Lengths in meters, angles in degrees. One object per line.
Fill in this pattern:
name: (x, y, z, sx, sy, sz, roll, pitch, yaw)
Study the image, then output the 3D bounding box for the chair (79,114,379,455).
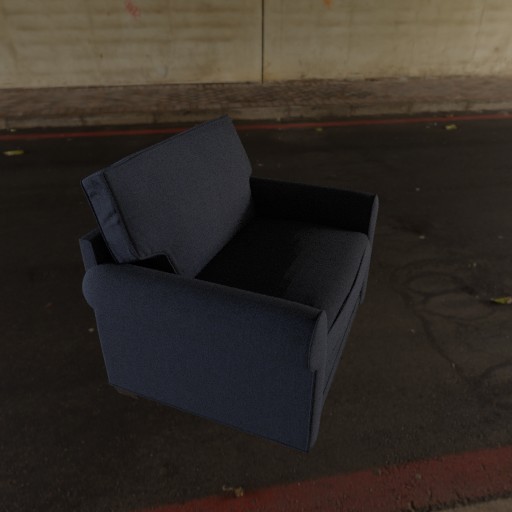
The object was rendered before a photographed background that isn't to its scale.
chair: (0.000, 0.000, 2.034, 0.963, 1.044, 1.285, 11, 31, 19)
